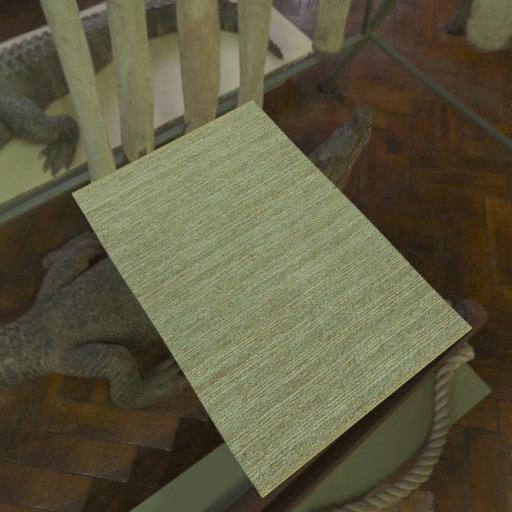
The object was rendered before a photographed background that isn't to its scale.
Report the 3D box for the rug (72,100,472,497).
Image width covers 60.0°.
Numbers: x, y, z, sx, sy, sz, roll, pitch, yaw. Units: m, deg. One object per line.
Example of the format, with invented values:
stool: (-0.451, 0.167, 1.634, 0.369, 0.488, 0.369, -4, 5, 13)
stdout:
rug: (0.000, 0.000, 2.292, 1.240, 0.010, 1.824, -32, 67, -15)
